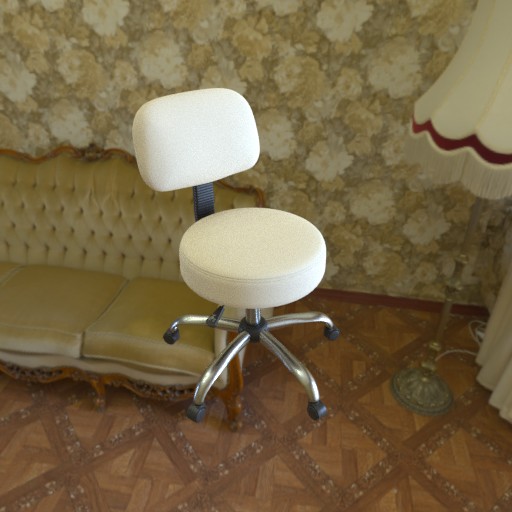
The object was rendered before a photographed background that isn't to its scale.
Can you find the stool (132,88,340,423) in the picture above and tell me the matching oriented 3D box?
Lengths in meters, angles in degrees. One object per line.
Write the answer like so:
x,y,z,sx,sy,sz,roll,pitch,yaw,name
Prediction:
0.000,0.000,1.262,0.609,0.810,0.616,-22,38,-31,stool
